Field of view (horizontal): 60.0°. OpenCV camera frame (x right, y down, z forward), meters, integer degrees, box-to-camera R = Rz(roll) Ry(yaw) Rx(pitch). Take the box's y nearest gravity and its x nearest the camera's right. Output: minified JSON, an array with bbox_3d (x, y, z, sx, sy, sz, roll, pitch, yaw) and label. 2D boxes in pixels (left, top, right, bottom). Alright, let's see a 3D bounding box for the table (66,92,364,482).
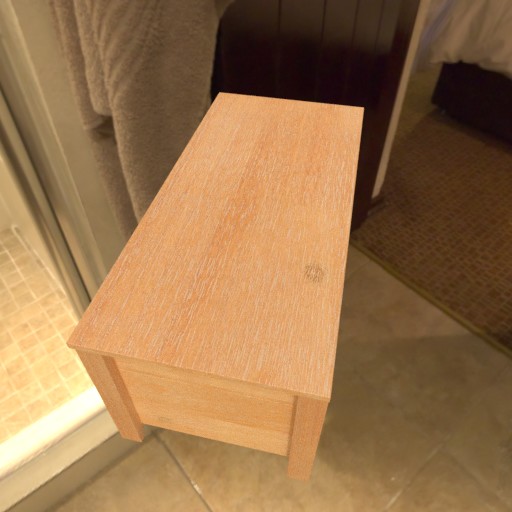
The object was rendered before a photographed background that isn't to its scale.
[{"bbox_3d":[0.000,0.000,1.280,0.483,0.457,1.016,9,47,9],"label":"table"}]
